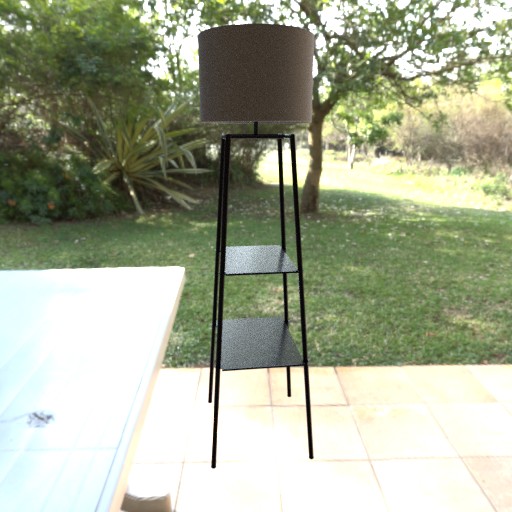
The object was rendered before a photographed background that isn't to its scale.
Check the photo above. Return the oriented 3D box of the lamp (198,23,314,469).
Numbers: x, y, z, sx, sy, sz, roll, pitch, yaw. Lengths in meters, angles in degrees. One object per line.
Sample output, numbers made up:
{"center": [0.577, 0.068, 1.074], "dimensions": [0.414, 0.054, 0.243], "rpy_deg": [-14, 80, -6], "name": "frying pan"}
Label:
{"center": [0.000, 0.000, 1.634], "dimensions": [0.384, 1.474, 0.427], "rpy_deg": [-2, 16, -7], "name": "lamp"}
